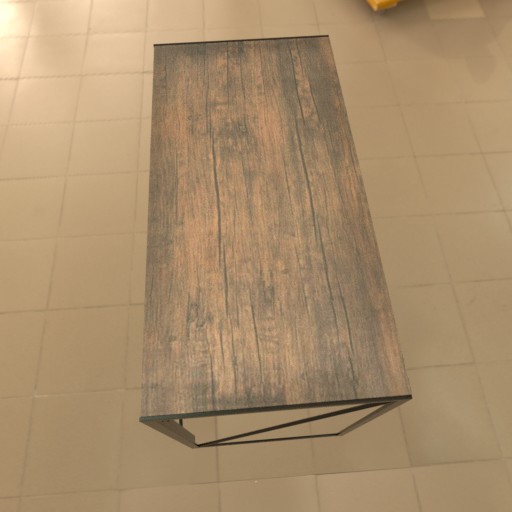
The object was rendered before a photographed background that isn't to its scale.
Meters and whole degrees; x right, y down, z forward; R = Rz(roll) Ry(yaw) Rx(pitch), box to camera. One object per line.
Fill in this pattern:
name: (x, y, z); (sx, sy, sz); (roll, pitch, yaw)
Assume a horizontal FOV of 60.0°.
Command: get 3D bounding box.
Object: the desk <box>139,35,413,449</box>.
desk: (0.000, 0.000, 1.373); (0.505, 0.747, 1.015); (-4, 63, -2)
